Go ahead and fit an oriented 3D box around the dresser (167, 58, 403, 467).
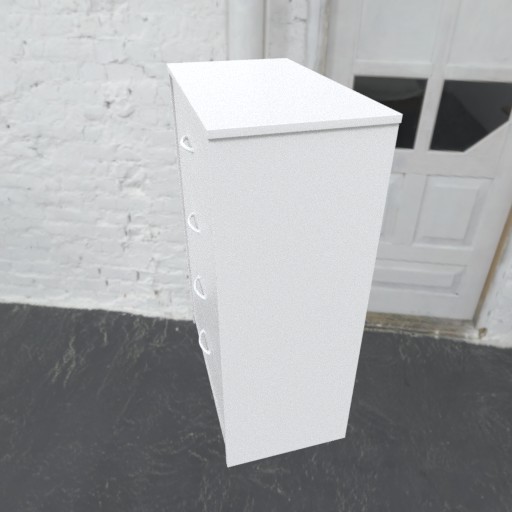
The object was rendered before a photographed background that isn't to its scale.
[{"bbox_3d":[0.000,0.000,1.380,0.401,1.021,0.704,-8,33,-13],"label":"dresser"}]
